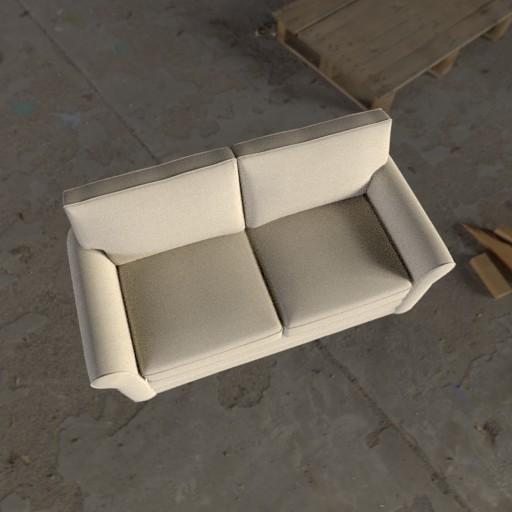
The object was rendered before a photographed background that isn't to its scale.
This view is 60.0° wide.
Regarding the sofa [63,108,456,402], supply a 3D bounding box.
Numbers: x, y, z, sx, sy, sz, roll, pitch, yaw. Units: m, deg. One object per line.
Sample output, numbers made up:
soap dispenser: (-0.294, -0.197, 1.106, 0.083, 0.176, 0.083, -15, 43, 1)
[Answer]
sofa: (0.000, 0.000, 2.274, 1.774, 0.933, 0.861, -17, 64, -9)
